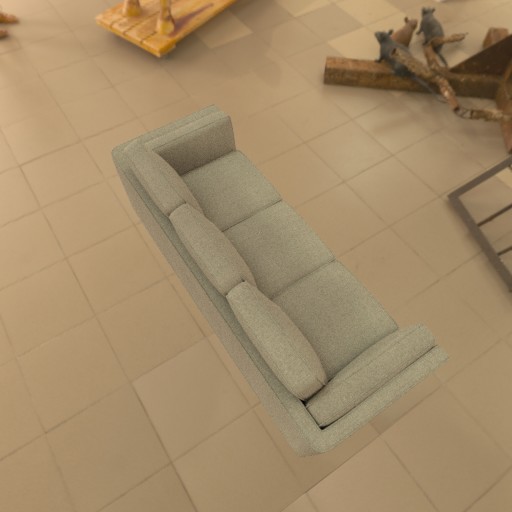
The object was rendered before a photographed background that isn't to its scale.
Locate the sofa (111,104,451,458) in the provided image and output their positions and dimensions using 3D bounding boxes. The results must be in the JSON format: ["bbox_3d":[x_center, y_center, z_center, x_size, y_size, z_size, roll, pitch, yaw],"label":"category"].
[{"bbox_3d":[0.000,0.000,2.851,0.903,0.899,2.362,-30,63,-17],"label":"sofa"}]
